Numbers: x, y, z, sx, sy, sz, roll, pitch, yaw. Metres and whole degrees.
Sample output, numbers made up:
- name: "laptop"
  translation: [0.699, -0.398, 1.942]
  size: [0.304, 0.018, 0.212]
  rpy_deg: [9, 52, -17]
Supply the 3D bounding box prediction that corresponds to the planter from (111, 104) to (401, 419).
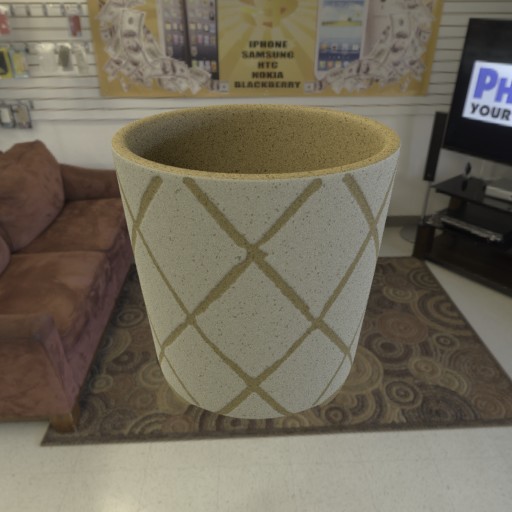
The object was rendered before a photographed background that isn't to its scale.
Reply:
- name: "planter"
  translation: [0.000, 0.000, 0.418]
  size: [0.228, 0.235, 0.228]
  rpy_deg: [0, 30, 0]
